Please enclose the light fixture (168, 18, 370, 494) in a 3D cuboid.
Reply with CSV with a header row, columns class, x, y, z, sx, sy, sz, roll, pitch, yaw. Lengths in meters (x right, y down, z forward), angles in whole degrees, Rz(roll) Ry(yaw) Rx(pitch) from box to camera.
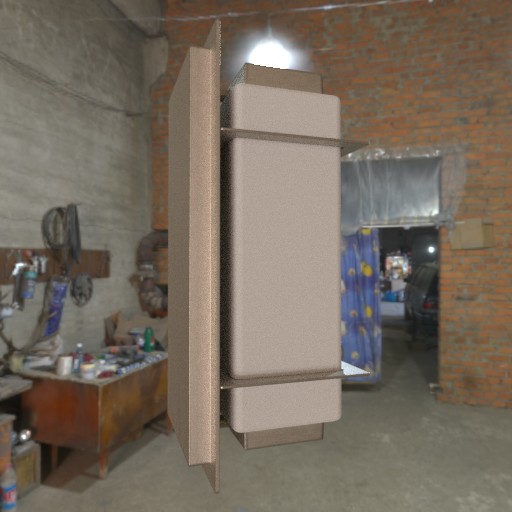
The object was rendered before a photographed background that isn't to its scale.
class,x,y,z,sx,sy,sz,roll,pitch,yaw
light fixture,0.000,0.000,0.451,0.160,0.380,0.168,0,-1,-19
